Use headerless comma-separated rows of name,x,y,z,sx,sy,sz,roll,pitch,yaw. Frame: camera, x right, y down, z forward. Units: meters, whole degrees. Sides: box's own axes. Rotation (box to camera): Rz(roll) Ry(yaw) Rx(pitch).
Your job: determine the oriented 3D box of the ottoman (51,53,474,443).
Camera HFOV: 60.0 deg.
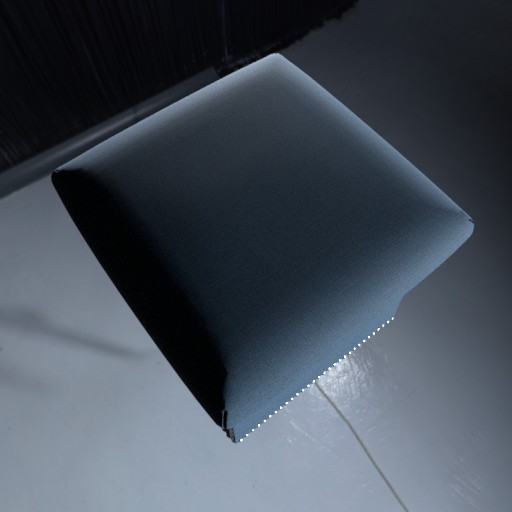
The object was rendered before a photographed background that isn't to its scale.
ottoman,0.000,0.000,0.868,0.497,0.475,0.507,-34,68,-16
